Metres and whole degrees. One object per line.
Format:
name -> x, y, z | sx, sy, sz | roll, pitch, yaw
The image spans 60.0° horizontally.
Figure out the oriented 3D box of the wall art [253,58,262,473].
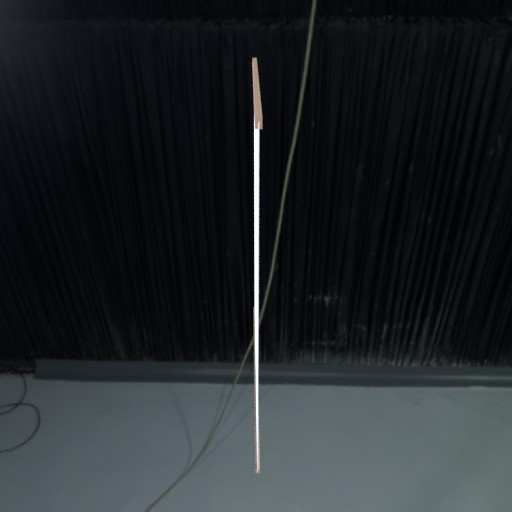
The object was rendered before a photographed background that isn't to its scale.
wall art -> 0.000, 0.000, 1.351 | 0.013, 1.016, 0.758 | 0, 31, -1
